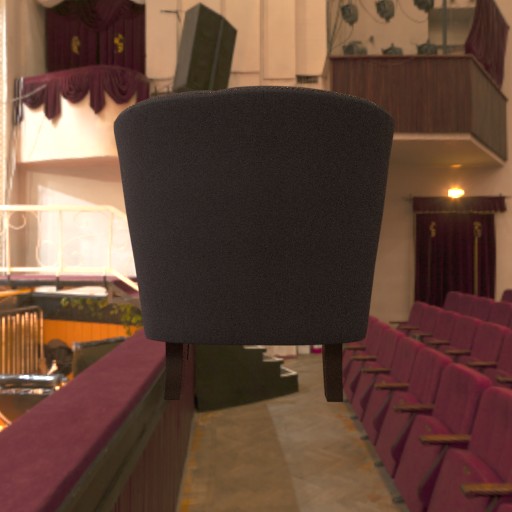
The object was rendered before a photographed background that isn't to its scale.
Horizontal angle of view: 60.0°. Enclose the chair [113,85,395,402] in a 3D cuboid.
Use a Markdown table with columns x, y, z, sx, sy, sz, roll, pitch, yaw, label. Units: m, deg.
| x | y | z | sx | sy | sz | roll | pitch | yaw | label |
| --- | --- | --- | --- | --- | --- | --- | --- | --- | --- |
| 0.000 | 0.000 | 1.556 | 0.848 | 0.868 | 0.906 | 0 | 0 | 2 | chair |
